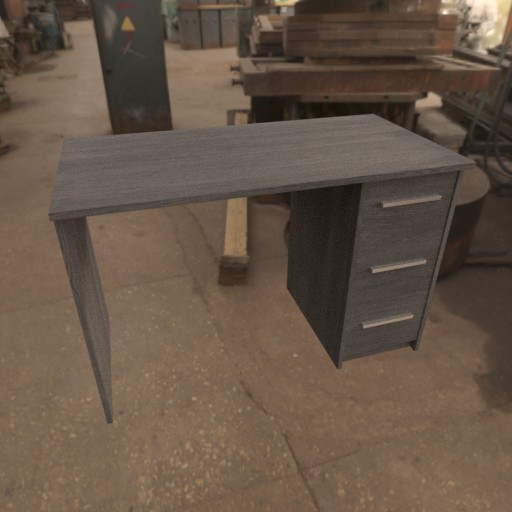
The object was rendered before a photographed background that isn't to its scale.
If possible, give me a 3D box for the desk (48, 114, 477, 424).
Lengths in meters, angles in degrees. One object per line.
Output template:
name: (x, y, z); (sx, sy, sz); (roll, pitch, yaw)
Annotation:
desk: (0.000, 0.000, 1.500); (1.097, 0.735, 0.560); (-9, 33, -14)
